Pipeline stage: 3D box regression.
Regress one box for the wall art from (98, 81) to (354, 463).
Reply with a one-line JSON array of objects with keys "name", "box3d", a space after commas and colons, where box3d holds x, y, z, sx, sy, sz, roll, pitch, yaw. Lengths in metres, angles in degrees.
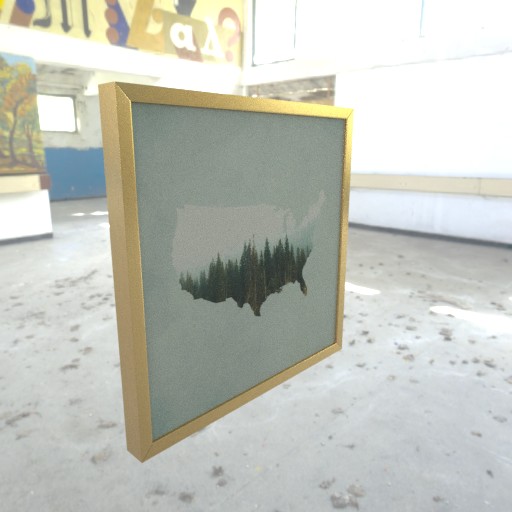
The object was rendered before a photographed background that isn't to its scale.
[{"name": "wall art", "box3d": [0.000, 0.000, 0.760, 0.040, 0.509, 0.509, 13, 19, 42]}]
